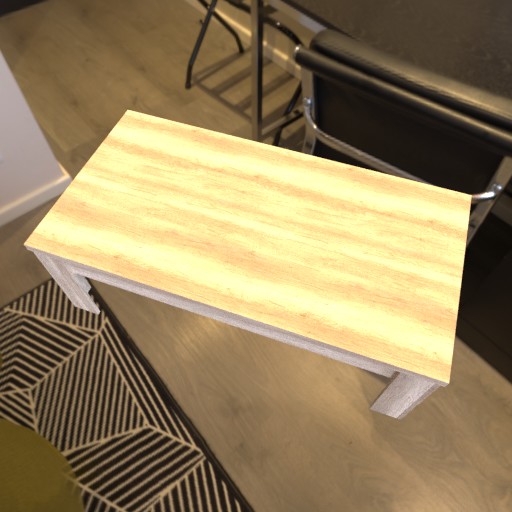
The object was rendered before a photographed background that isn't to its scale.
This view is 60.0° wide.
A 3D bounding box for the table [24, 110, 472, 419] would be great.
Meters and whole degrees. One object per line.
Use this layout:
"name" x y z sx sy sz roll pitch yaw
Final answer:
"table" 0.000 0.000 1.685 1.350 0.460 0.700 17 59 10
